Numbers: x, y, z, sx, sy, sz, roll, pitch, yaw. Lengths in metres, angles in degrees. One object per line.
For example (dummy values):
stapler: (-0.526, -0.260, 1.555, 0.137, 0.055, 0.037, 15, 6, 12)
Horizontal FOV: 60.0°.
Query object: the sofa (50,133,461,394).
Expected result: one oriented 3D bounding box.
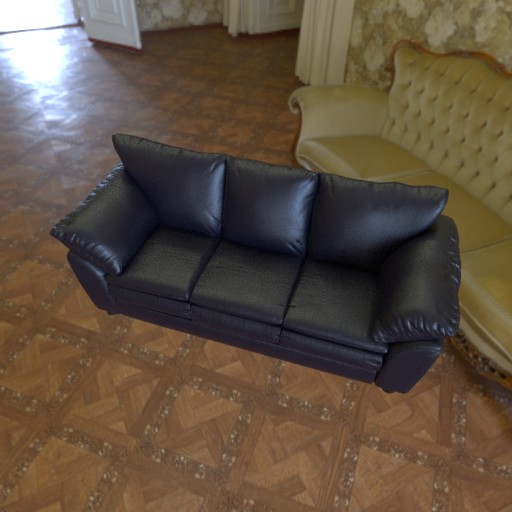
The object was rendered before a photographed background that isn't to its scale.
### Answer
sofa: (0.000, 0.000, 2.807, 2.336, 1.073, 0.880, 13, 43, 14)
